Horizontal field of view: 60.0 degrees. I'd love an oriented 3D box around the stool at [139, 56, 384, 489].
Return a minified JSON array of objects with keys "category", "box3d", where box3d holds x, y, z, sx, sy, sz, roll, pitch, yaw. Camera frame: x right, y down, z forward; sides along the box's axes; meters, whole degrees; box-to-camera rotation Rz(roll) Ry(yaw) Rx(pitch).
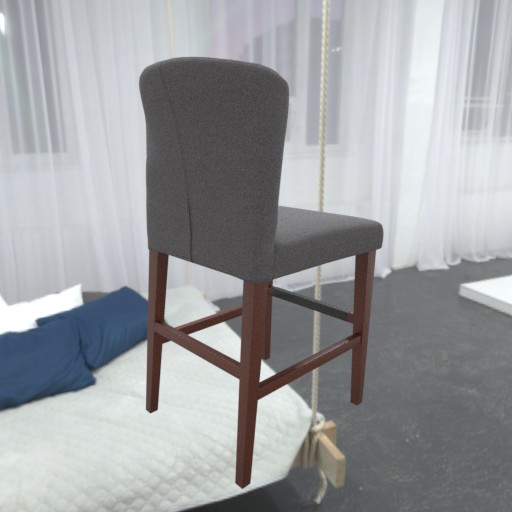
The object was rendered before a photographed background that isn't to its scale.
[{"category":"stool","box3d":[0.000,0.000,1.251,0.568,0.968,0.481,-14,20,-42]}]
